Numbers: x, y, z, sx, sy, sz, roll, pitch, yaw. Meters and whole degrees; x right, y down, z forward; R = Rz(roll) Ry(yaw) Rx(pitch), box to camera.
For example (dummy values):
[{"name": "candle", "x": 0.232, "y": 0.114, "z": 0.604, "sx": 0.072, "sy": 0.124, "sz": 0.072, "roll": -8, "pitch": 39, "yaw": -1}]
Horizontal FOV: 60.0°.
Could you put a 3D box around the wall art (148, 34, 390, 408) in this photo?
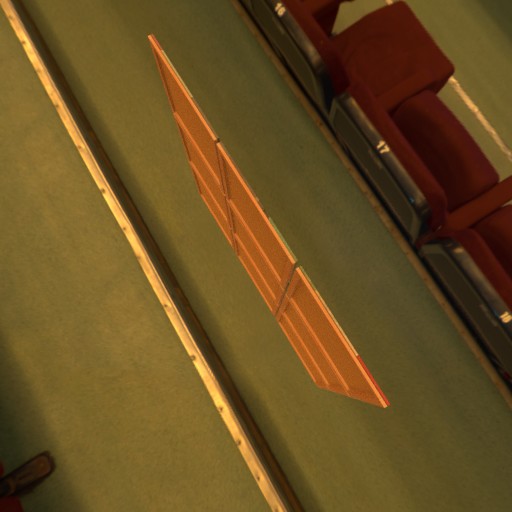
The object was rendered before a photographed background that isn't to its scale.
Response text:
[{"name": "wall art", "x": 0.000, "y": 0.000, "z": 1.327, "sx": 0.012, "sy": 0.910, "sz": 0.911, "roll": -30, "pitch": 78, "yaw": -7}]
